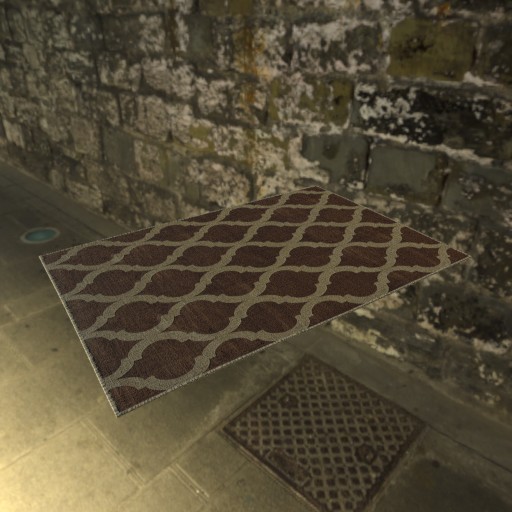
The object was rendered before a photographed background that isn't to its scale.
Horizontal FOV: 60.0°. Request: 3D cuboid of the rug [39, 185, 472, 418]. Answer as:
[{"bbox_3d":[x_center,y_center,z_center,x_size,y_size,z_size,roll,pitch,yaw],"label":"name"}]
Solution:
[{"bbox_3d":[0.000,0.000,2.797,2.284,0.008,1.522,-18,34,-29],"label":"rug"}]
